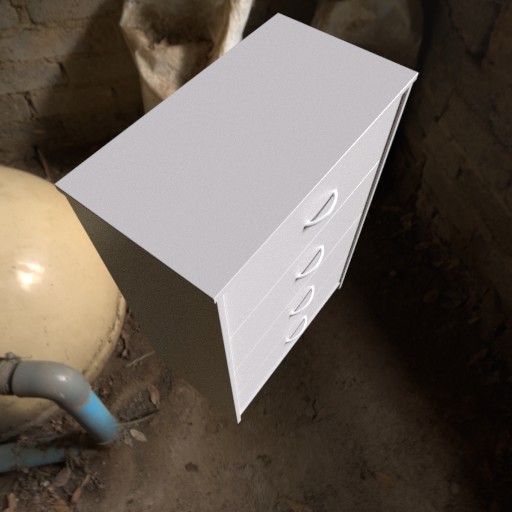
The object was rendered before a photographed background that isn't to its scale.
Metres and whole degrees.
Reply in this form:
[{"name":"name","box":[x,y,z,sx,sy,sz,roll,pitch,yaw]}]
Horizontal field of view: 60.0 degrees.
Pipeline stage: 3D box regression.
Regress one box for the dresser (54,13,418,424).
[{"name":"dresser","box":[0.000,0.000,1.335,0.401,1.021,0.704,33,64,19]}]
